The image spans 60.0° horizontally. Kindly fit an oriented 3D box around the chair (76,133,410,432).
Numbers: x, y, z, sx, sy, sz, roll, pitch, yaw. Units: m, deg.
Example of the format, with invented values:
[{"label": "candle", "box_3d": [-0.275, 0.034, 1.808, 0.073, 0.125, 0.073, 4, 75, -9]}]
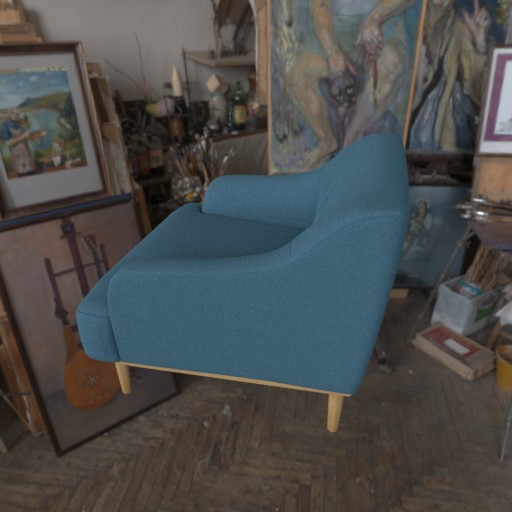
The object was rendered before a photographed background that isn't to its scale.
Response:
[{"label": "chair", "box_3d": [0.000, 0.000, 1.644, 0.951, 0.818, 0.946, 7, 29, 13]}]
